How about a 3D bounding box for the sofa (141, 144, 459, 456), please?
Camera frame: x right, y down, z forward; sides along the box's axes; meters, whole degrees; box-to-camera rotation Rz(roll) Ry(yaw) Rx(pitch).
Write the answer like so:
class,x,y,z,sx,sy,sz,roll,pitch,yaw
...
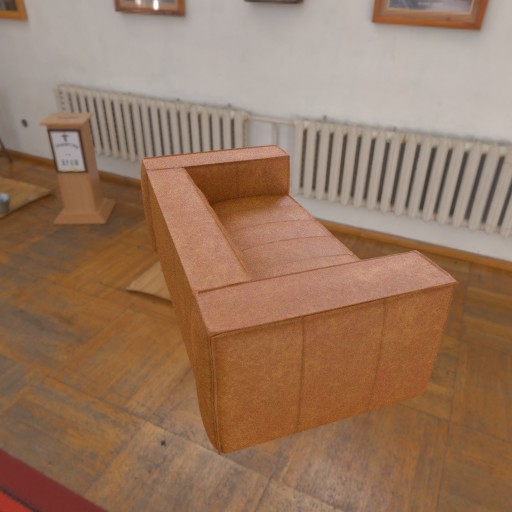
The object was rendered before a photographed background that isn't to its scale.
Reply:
class,x,y,z,sx,sy,sz,roll,pitch,yaw
sofa,0.000,0.000,2.637,1.102,0.703,2.088,-10,32,-16
